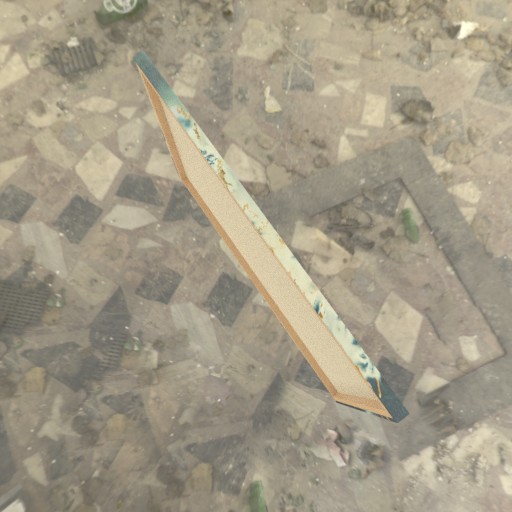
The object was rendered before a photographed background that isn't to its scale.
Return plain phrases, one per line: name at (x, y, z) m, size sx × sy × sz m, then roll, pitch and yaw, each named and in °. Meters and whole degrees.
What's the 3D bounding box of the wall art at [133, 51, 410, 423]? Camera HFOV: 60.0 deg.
wall art at (0.000, 0.000, 1.455) m, size 0.035 × 0.759 × 1.138 m, roll -34°, pitch 77°, yaw -8°
